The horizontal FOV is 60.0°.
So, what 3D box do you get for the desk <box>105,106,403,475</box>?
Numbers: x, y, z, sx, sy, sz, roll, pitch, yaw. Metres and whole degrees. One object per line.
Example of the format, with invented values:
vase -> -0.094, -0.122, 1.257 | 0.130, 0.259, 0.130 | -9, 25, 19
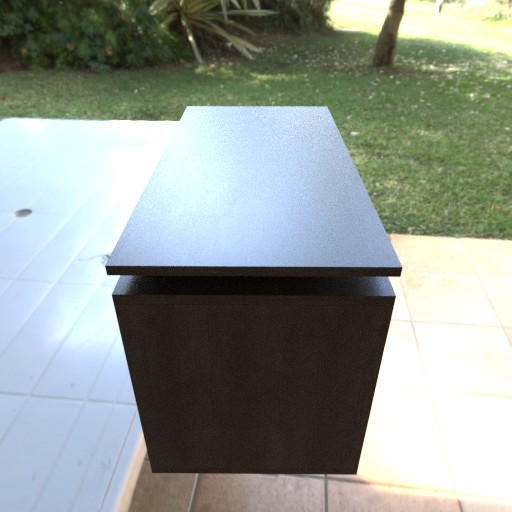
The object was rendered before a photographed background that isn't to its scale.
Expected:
desk -> 0.000, 0.000, 1.596 | 0.600, 0.740, 1.200 | 0, 33, 0
